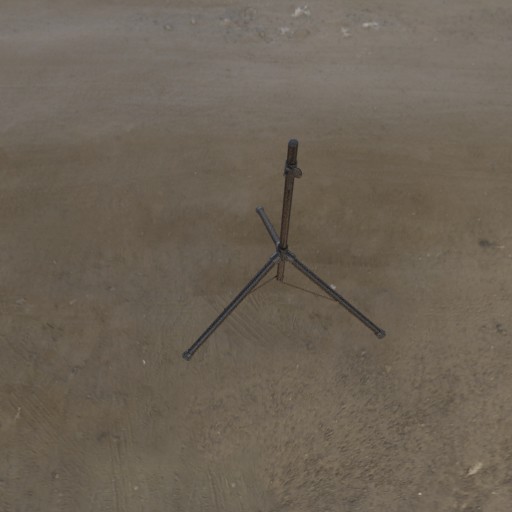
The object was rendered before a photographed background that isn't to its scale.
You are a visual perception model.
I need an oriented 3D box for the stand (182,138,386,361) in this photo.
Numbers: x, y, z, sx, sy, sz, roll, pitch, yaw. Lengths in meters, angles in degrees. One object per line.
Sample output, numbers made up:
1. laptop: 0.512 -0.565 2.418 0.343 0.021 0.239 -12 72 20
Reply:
1. stand: 0.000 0.000 1.879 0.907 1.136 1.045 -33 65 -18
